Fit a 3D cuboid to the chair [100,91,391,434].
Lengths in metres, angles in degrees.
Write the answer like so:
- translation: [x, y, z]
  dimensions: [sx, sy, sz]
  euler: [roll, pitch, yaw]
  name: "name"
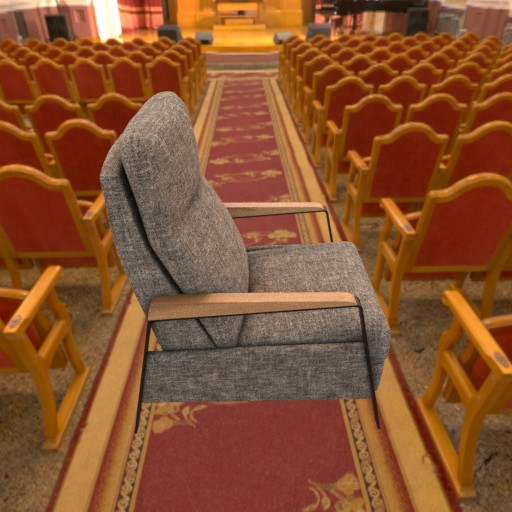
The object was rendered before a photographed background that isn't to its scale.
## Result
- translation: [0.000, 0.000, 1.576]
  dimensions: [0.868, 1.042, 0.671]
  euler: [-1, 32, -1]
  name: "chair"
